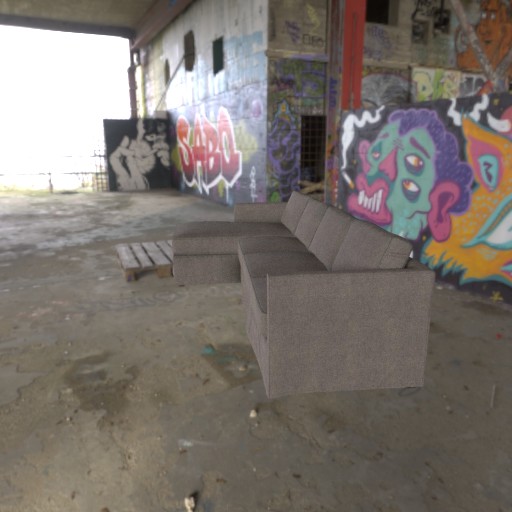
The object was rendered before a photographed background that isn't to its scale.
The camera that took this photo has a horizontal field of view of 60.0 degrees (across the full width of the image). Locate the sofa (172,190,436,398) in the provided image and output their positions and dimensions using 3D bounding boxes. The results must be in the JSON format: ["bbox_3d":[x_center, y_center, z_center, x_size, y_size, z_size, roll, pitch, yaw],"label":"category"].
[{"bbox_3d":[0.000,0.000,3.923,1.650,0.922,3.205,-1,14,-6],"label":"sofa"}]
